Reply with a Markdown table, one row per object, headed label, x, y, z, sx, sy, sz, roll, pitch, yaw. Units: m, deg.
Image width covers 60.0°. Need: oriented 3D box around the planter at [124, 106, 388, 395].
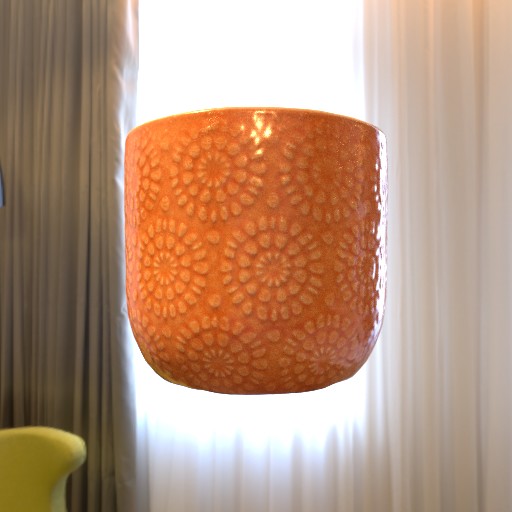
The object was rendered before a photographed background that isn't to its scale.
| label | x | y | z | sx | sy | sz | roll | pitch | yaw |
| --- | --- | --- | --- | --- | --- | --- | --- | --- | --- |
| planter | 0.000 | 0.000 | 0.293 | 0.170 | 0.152 | 0.170 | 0 | 0 | 0 |
